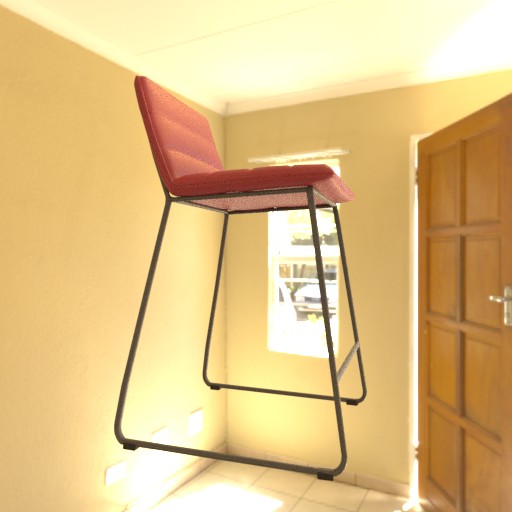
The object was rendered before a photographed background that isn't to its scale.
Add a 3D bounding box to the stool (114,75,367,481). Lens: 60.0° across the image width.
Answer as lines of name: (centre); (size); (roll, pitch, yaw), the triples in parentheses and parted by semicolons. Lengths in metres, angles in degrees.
stool: (0.000, 0.000, 1.147); (0.524, 0.866, 0.489); (0, 0, 19)
